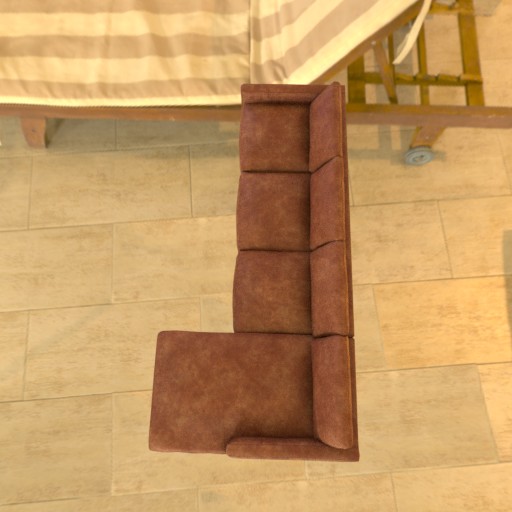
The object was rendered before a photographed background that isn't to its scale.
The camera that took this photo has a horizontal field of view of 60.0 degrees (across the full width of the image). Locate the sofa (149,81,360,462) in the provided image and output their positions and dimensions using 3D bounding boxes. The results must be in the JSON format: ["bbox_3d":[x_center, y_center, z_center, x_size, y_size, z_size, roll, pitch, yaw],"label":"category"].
[{"bbox_3d":[0.000,0.000,3.601,1.471,0.859,2.993,1,74,0],"label":"sofa"}]
